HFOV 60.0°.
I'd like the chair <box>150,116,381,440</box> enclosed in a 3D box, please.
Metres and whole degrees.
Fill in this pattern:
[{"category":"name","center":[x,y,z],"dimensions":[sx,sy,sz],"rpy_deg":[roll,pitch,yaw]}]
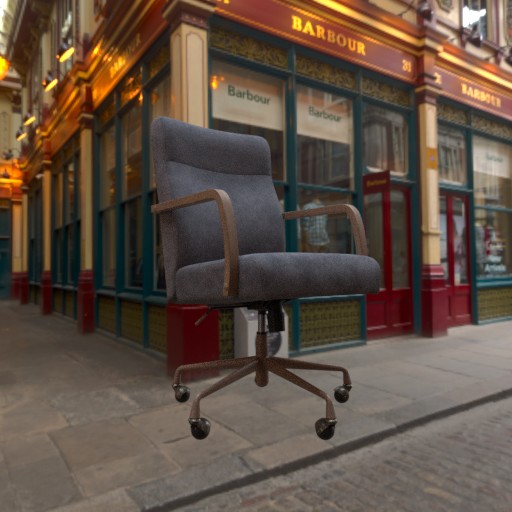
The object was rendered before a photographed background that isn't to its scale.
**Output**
[{"category":"chair","center":[0.000,0.000,1.507],"dimensions":[0.640,1.029,0.741],"rpy_deg":[1,-2,-36]}]
